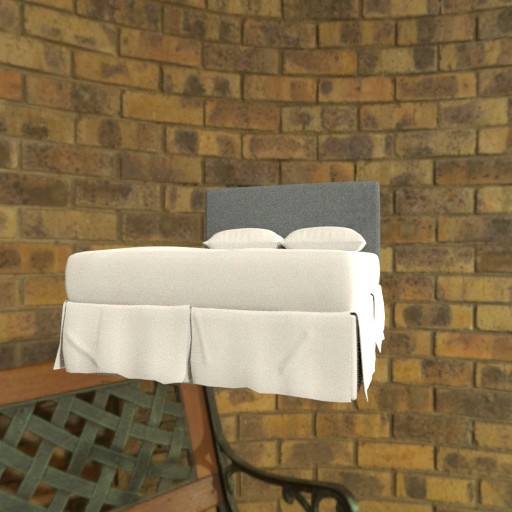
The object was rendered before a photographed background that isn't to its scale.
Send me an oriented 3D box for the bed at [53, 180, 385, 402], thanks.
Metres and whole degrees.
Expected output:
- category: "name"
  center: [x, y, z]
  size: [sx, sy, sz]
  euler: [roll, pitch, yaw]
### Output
- category: "bed"
  center: [0.000, 0.000, 3.171]
  size: [1.723, 1.330, 2.142]
  euler: [0, 0, 19]
